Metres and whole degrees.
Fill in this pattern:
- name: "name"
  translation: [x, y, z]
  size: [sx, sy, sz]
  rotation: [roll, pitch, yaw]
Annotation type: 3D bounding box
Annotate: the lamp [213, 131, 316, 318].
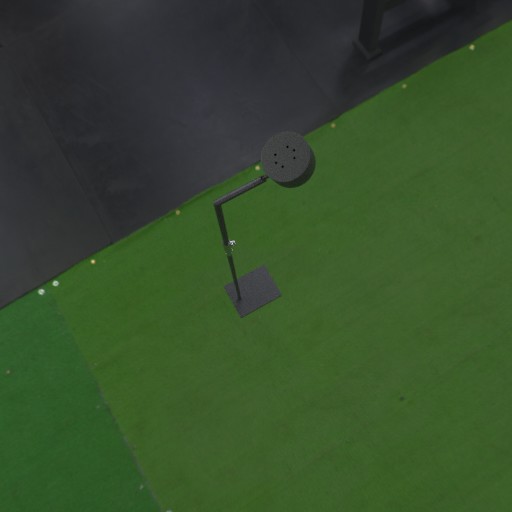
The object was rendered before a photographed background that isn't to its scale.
- name: "lamp"
  translation: [0.000, 0.000, 1.745]
  size: [0.304, 1.600, 0.203]
  rotation: [-28, 78, -7]
